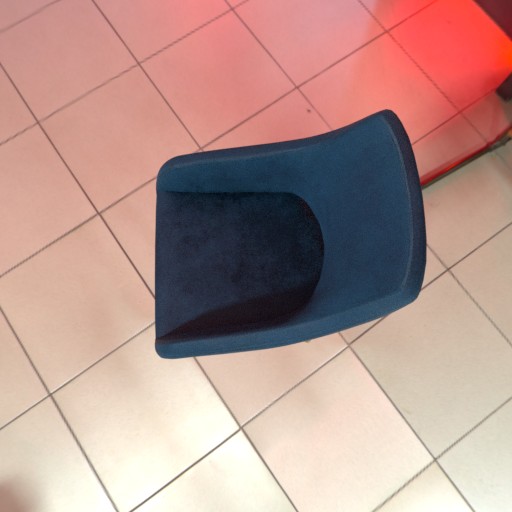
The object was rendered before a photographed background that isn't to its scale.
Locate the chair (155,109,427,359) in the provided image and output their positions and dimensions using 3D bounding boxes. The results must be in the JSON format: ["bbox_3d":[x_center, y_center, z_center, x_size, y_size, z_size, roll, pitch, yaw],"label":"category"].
[{"bbox_3d":[0.000,0.000,1.558,0.794,1.081,0.683,-3,76,-1],"label":"chair"}]
